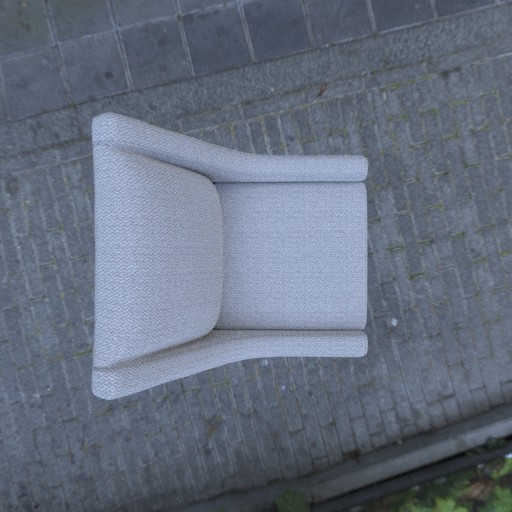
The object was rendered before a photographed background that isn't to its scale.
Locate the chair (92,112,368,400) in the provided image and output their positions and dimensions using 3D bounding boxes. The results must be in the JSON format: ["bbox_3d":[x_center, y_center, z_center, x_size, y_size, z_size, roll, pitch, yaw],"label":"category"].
[{"bbox_3d":[0.000,0.000,1.643,0.870,1.014,0.774,0,90,1],"label":"chair"}]
